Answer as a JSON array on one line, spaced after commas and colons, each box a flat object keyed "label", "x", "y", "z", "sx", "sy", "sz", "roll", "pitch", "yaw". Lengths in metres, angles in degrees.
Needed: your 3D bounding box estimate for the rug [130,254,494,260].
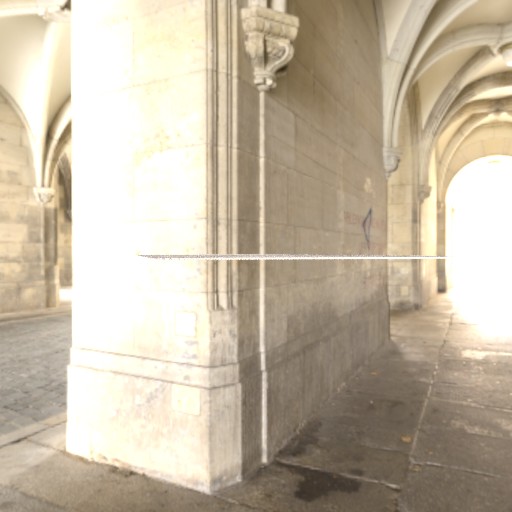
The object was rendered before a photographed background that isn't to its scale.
[{"label": "rug", "x": 0.000, "y": 0.000, "z": 2.964, "sx": 1.529, "sy": 0.010, "sz": 2.440, "roll": 0, "pitch": 1, "yaw": -19}]
